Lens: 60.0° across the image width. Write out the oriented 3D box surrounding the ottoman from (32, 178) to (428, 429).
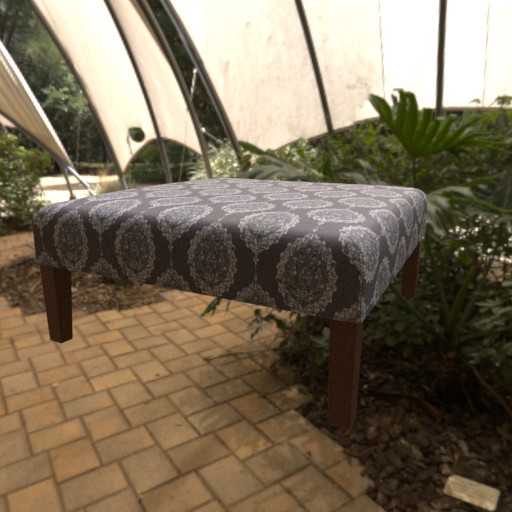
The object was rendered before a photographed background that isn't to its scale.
[{"bbox_3d":[0.000,0.000,1.386,0.889,0.409,0.890,8,17,26],"label":"ottoman"}]
